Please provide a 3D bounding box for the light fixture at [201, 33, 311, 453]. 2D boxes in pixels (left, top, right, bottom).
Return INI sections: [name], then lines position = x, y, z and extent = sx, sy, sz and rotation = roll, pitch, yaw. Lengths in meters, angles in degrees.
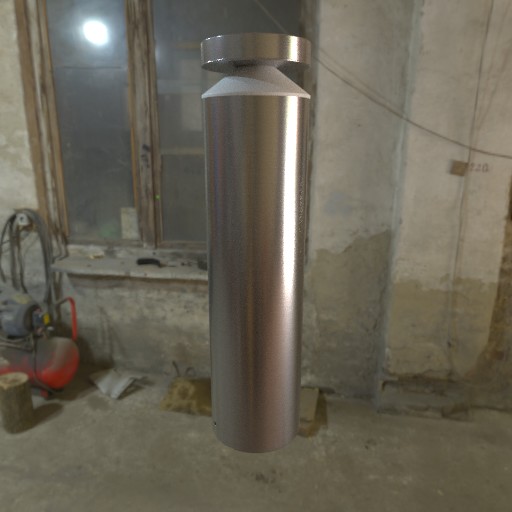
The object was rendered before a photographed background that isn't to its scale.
[light fixture]
position = 0.000, 0.000, 0.458
extent = 0.102, 0.400, 0.102
rotation = -8, 17, -25
